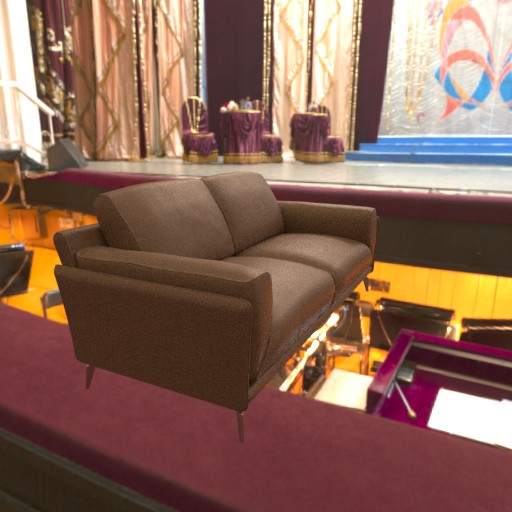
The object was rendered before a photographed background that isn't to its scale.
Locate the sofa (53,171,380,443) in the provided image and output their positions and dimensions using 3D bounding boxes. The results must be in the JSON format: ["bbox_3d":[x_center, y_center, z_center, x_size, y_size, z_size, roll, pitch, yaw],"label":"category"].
[{"bbox_3d":[0.000,0.000,2.693,1.049,0.930,2.101,7,16,26],"label":"sofa"}]
